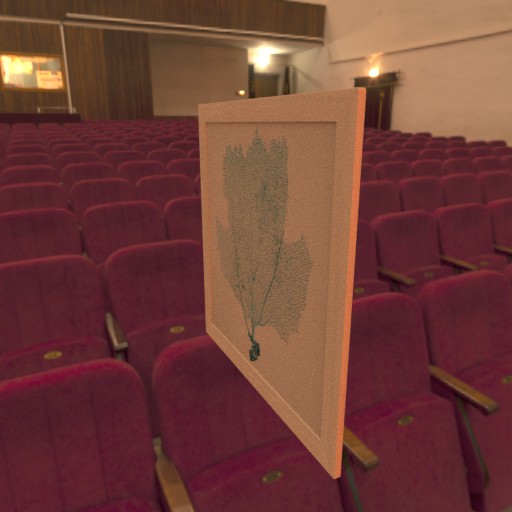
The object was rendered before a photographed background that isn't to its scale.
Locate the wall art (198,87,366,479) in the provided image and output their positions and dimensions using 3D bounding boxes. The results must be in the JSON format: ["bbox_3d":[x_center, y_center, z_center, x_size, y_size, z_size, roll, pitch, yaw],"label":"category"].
[{"bbox_3d":[0.000,0.000,0.873,0.013,0.584,0.584,-8,18,-25],"label":"wall art"}]
